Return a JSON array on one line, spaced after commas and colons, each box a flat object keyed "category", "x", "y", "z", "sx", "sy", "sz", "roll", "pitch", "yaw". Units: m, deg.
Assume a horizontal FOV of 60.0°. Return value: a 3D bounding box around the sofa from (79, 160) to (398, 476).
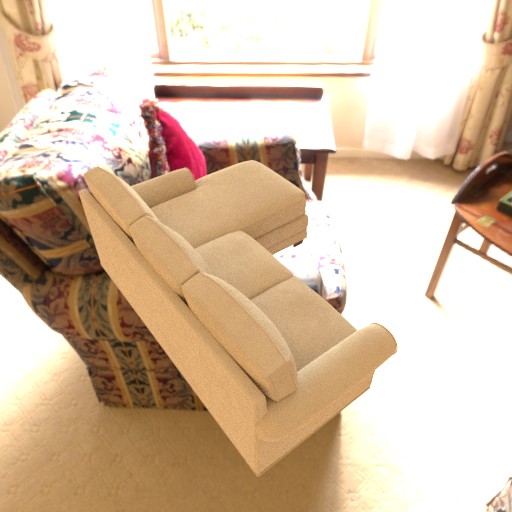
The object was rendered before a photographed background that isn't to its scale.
[{"category": "sofa", "x": 0.000, "y": 0.000, "z": 2.382, "sx": 1.226, "sy": 0.734, "sz": 1.770, "roll": -27, "pitch": 48, "yaw": -27}]
